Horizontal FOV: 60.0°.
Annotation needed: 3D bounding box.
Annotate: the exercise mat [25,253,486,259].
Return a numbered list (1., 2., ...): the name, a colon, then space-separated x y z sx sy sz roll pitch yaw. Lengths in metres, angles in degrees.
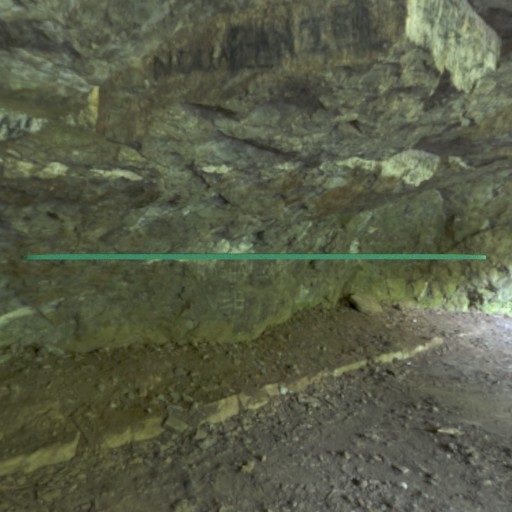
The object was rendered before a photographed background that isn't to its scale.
1. exercise mat: 0.000 0.000 2.060 1.869 0.021 0.616 0 1 -1
